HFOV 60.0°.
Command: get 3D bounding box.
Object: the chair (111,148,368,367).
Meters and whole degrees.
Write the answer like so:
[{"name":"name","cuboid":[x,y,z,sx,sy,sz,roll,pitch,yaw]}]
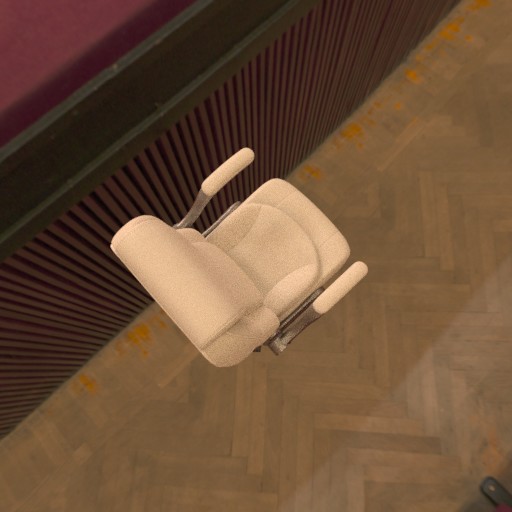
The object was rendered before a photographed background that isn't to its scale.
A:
[{"name":"chair","cuboid":[0.000,0.000,1.927,0.806,1.330,0.755,-42,80,-9]}]
